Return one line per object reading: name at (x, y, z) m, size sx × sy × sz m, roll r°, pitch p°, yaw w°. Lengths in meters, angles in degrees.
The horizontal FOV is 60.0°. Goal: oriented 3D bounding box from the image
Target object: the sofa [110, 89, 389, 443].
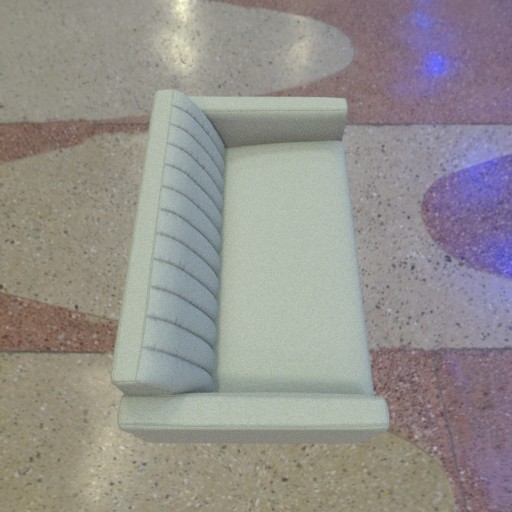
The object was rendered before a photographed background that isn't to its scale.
sofa at (0.000, 0.000, 2.078) m, size 0.950 × 0.801 × 1.585 m, roll 0°, pitch 62°, yaw 0°
